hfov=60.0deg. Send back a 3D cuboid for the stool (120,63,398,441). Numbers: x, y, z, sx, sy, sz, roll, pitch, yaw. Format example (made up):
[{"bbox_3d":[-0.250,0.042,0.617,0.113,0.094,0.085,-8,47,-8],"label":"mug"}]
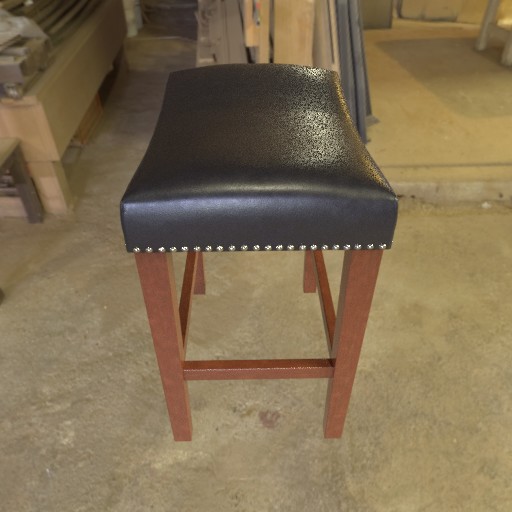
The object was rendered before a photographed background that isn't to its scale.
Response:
[{"bbox_3d":[0.000,0.000,0.939,0.372,0.654,0.504,-1,40,-1],"label":"stool"}]
